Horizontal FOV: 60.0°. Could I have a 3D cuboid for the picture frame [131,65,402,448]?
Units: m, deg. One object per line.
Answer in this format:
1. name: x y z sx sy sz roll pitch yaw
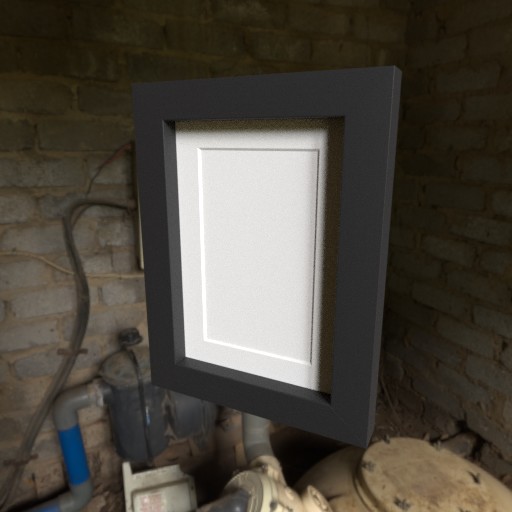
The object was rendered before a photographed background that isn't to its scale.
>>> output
1. picture frame: 0.000 0.000 0.277 0.157 0.208 0.028 7 16 25
